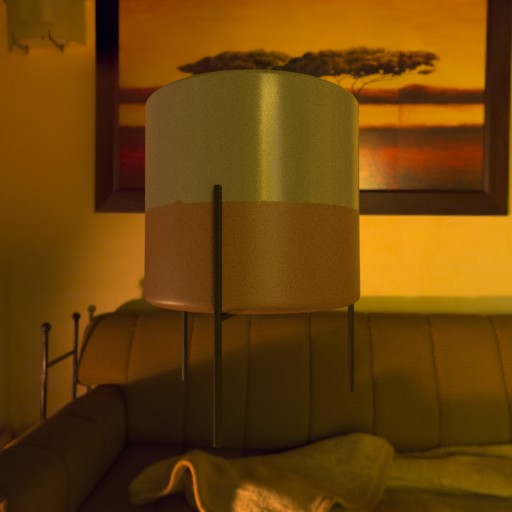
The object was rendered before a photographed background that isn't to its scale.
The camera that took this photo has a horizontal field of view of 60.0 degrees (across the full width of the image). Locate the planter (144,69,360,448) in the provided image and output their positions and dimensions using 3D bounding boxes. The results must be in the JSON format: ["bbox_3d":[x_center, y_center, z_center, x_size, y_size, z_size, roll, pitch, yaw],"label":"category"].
[{"bbox_3d":[0.000,0.000,0.736,0.360,0.480,0.348,0,0,-17],"label":"planter"}]
